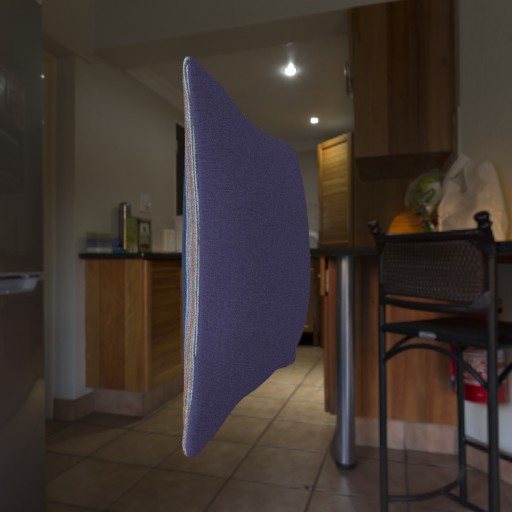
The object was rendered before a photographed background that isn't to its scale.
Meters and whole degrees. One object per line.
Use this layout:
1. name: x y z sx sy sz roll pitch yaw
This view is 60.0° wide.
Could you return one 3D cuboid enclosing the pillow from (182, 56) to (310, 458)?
1. pillow: 0.000 0.000 0.656 0.136 0.419 0.437 0 1 19
